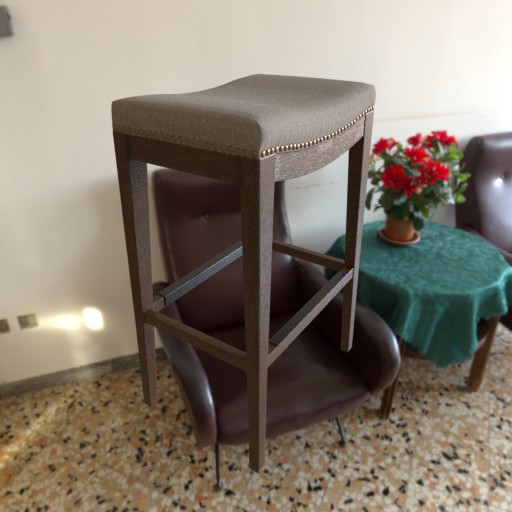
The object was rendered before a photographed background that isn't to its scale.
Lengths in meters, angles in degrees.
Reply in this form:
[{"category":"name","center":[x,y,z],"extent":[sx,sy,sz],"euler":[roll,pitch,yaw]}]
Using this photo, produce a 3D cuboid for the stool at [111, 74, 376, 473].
[{"category":"stool","center":[0.000,0.000,1.064],"extent":[0.356,0.762,0.508],"euler":[18,34,30]}]
